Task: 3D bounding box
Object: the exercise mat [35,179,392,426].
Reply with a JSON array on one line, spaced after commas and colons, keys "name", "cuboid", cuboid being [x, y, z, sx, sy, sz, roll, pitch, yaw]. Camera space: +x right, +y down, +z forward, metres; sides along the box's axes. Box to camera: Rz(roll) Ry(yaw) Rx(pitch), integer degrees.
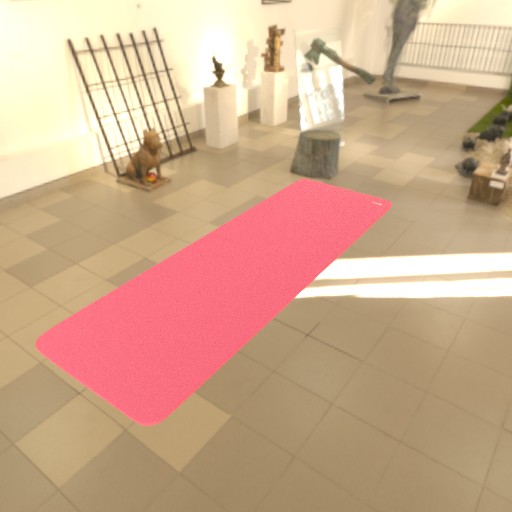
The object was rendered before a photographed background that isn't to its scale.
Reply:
[{"name": "exercise mat", "cuboid": [0.000, 0.000, 2.059, 0.616, 0.021, 1.884, 21, 38, 30]}]
